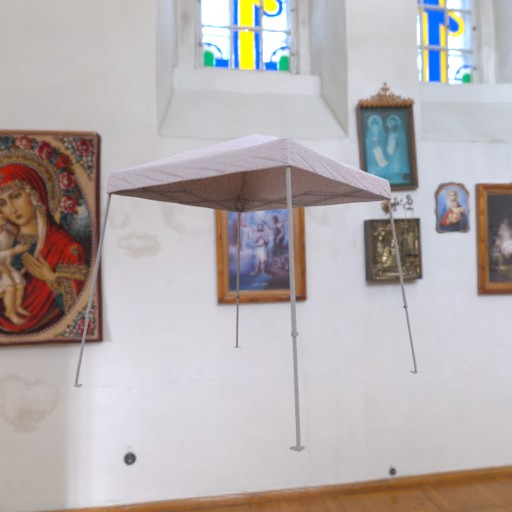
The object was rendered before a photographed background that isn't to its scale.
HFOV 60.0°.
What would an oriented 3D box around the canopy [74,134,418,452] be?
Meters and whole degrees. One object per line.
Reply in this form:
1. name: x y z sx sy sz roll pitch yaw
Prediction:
1. canopy: 0.000 0.000 5.164 2.850 2.850 2.849 -1 -1 36
